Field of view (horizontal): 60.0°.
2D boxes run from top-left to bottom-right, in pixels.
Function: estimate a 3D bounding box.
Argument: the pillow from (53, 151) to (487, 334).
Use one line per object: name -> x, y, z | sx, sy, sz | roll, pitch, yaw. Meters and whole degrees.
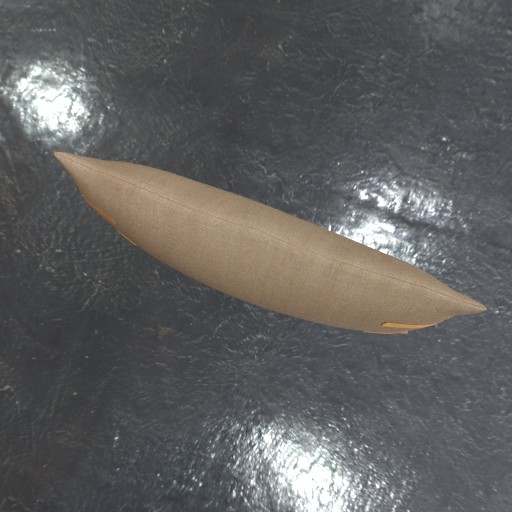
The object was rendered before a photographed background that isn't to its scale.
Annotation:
pillow -> 0.000, 0.000, 0.718 | 0.612, 0.308, 0.148 | 20, 76, 5
